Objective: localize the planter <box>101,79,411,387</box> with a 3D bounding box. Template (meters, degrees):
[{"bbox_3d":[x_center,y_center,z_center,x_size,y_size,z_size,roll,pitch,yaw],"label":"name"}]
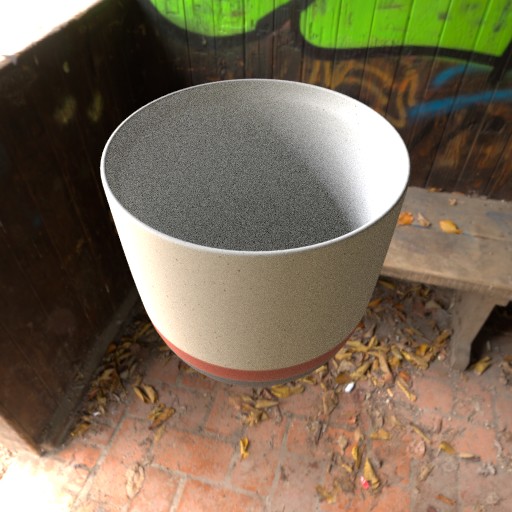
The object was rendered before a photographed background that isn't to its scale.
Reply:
[{"bbox_3d":[0.000,0.000,0.375,0.204,0.214,0.204,0,46,0],"label":"planter"}]
